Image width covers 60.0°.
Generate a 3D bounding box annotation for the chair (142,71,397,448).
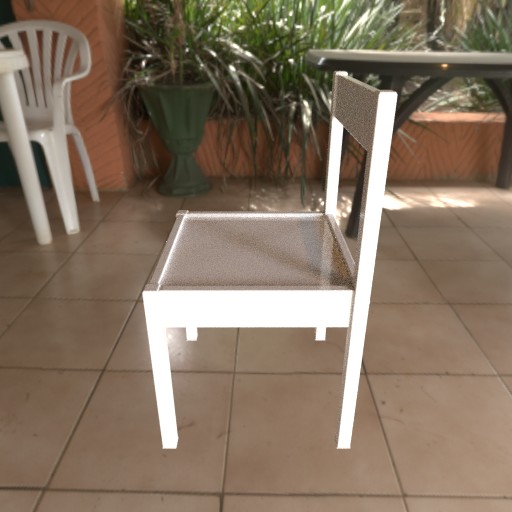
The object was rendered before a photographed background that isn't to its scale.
[{"bbox_3d":[0.000,0.000,0.680,0.285,0.505,0.285,0,27,0],"label":"chair"}]
